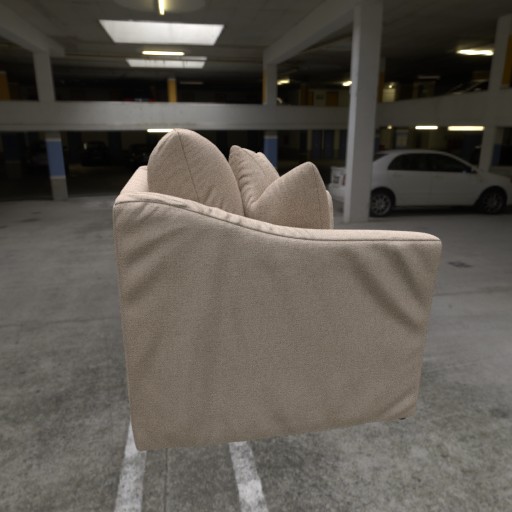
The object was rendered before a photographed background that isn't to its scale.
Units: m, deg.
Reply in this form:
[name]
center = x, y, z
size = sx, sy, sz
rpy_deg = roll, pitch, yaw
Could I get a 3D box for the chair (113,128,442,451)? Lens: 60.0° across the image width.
[chair]
center = 0.000, 0.000, 1.983
size = 1.071, 1.093, 1.194
rpy_deg = -3, 17, -10
